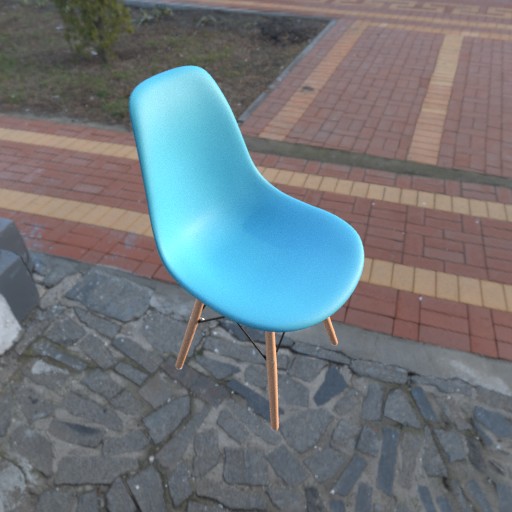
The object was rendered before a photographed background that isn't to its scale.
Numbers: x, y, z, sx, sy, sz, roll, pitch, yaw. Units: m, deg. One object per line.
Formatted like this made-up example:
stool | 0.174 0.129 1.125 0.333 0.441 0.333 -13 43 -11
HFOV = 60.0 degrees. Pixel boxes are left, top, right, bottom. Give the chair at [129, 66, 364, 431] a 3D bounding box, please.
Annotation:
chair | 0.000 0.000 1.154 0.531 0.826 0.470 25 46 26
